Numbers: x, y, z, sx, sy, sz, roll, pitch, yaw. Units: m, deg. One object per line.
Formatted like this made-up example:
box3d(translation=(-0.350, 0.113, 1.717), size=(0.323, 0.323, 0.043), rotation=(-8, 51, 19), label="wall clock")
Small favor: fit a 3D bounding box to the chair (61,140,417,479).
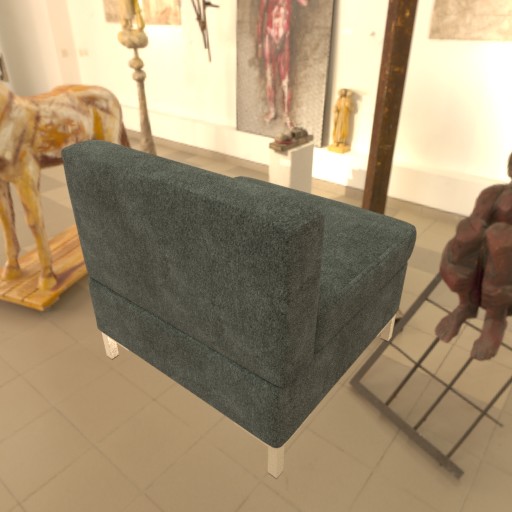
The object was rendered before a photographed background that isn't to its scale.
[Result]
box3d(translation=(0.000, 0.000, 1.238), size=(0.680, 0.660, 0.680), rotation=(22, 37, 33), label="chair")
